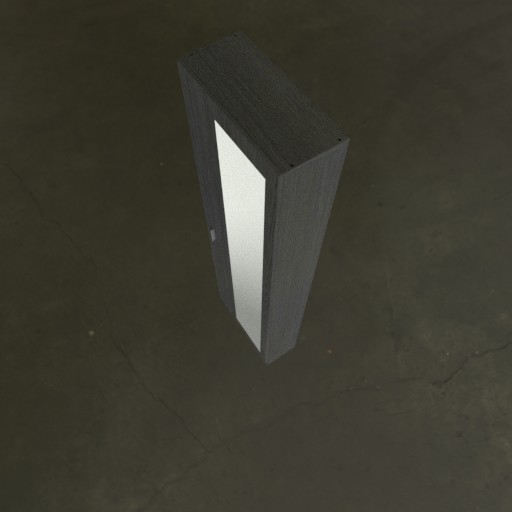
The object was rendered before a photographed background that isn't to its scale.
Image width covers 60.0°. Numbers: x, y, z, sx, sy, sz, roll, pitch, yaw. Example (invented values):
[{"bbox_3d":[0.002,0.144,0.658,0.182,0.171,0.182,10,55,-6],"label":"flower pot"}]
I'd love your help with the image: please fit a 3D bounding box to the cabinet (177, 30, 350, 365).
[{"bbox_3d":[0.000,0.000,1.961,0.230,1.790,0.500,-31,66,-15],"label":"cabinet"}]
